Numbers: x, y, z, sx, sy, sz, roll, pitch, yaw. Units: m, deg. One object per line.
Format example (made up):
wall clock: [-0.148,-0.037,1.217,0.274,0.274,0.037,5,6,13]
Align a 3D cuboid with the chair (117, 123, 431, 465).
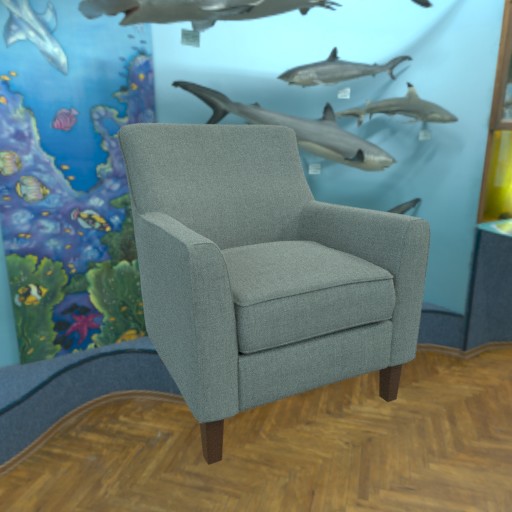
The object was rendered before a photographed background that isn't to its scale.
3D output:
chair: [0.000,0.000,1.790,0.887,1.047,0.993,-8,17,-26]
